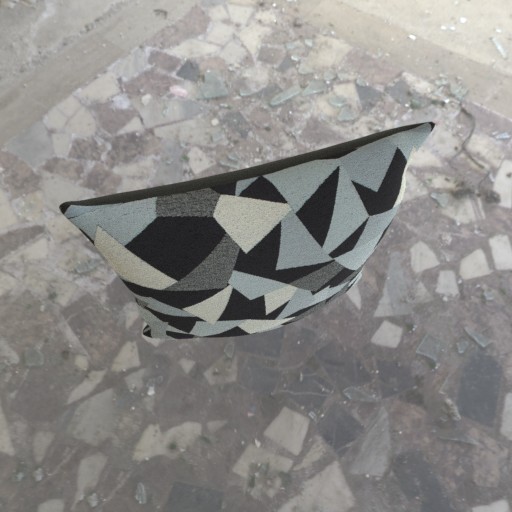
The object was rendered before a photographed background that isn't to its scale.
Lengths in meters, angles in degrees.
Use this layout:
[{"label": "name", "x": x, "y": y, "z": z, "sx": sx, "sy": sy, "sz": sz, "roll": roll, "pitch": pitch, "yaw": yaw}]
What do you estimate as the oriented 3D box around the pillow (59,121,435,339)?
[{"label": "pillow", "x": 0.000, "y": 0.000, "z": 0.765, "sx": 0.503, "sy": 0.496, "sz": 0.208, "roll": -15, "pitch": 64, "yaw": -7}]
